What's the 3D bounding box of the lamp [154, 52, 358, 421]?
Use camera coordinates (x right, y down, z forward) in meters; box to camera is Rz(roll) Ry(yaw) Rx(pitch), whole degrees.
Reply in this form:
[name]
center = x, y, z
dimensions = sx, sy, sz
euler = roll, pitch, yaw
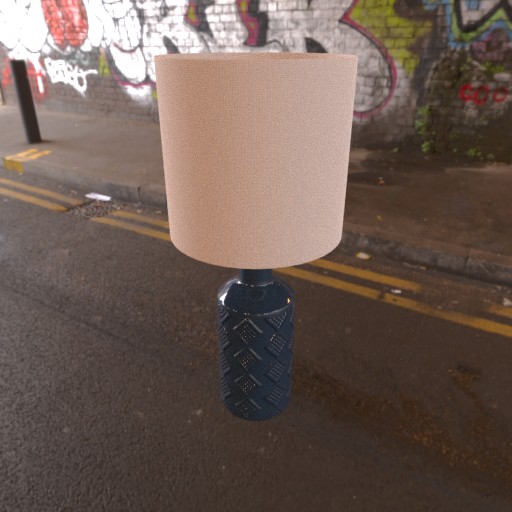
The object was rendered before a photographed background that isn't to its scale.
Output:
[lamp]
center = 0.000, 0.000, 0.558
dimensions = 0.207, 0.461, 0.207
euler = -8, 27, -16
